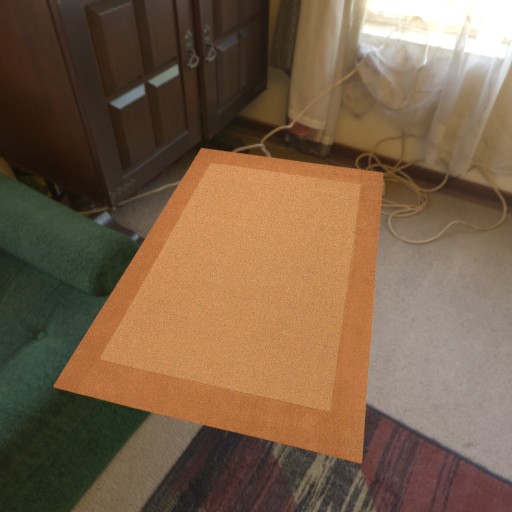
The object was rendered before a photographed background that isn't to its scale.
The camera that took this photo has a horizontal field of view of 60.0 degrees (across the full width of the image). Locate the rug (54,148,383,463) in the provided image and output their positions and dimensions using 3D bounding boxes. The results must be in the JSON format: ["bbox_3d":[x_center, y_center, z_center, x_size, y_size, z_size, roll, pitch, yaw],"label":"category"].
[{"bbox_3d":[0.000,0.000,2.292,1.219,0.014,1.829,10,46,10],"label":"rug"}]
